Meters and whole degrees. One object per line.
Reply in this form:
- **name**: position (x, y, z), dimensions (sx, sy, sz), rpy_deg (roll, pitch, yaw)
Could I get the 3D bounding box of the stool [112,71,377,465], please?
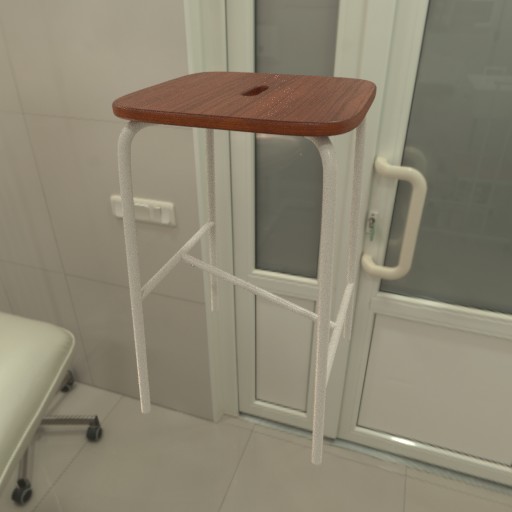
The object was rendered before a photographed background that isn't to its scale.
- **stool**: position (0.000, 0.000, 0.858), dimensions (0.376, 0.610, 0.376), rpy_deg (10, 32, 16)
